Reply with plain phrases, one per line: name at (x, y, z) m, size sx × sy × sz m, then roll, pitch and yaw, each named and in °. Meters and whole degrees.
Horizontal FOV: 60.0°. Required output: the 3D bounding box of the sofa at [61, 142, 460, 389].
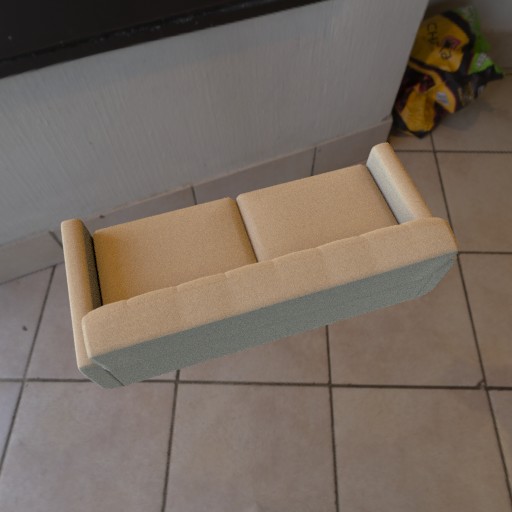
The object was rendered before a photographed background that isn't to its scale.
sofa at (0.000, 0.000, 2.688) m, size 2.137 × 0.892 × 0.980 m, roll -15°, pitch 62°, yaw -8°
